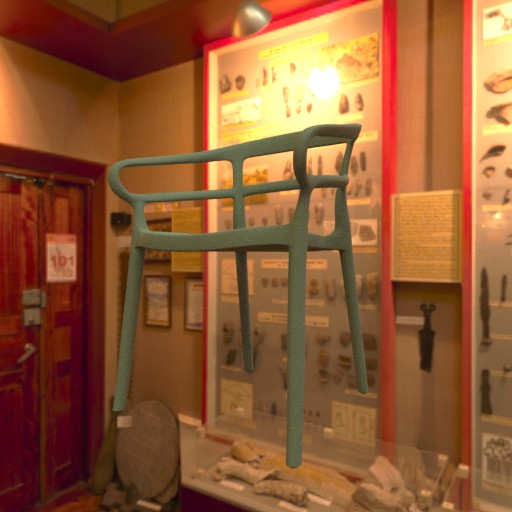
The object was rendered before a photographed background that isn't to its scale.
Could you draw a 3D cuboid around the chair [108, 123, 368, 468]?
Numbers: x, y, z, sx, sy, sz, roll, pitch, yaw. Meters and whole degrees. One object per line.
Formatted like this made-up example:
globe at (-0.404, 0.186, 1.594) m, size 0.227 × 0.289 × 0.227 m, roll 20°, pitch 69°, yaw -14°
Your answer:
chair at (0.000, 0.000, 1.138) m, size 0.559 × 0.761 × 0.527 m, roll 0°, pitch 1°, yaw 35°
